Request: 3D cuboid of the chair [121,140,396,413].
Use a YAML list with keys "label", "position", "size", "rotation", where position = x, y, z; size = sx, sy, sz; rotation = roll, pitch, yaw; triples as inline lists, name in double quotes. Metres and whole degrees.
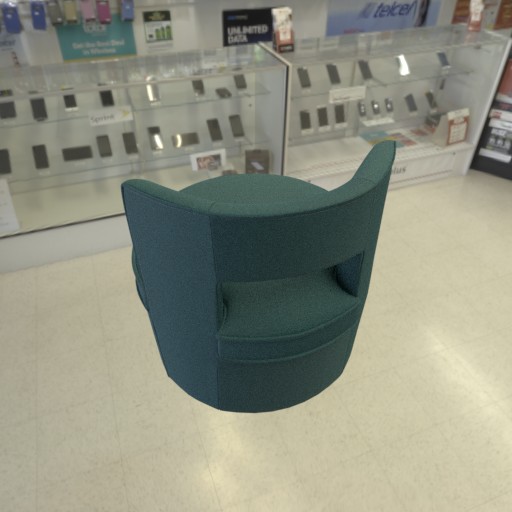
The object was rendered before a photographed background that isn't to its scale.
- label: "chair"
  position: [0.000, 0.000, 1.271]
  size: [0.684, 0.711, 0.660]
  rotation: [-12, 41, -14]
